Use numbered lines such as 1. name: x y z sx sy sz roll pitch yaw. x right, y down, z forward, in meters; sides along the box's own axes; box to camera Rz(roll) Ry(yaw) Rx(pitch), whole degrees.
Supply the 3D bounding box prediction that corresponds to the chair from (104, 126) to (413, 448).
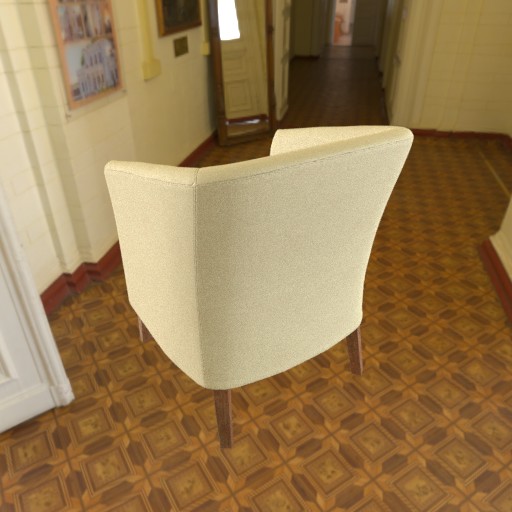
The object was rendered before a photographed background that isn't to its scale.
1. chair: 0.000 0.000 1.305 0.643 0.822 0.657 -19 36 -28
